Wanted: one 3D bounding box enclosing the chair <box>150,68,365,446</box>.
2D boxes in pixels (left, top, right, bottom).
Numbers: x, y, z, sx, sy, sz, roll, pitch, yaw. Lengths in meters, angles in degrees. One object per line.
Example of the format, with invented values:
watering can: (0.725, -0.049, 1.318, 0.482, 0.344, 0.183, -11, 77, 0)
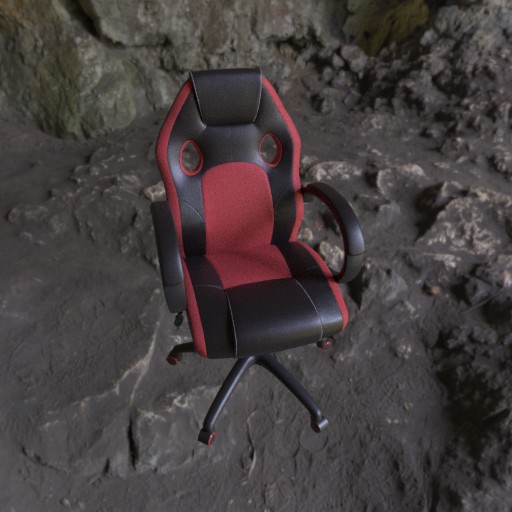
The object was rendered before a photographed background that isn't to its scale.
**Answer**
chair: (0.000, 0.000, 1.642, 0.750, 1.189, 0.783, -9, 33, -14)
